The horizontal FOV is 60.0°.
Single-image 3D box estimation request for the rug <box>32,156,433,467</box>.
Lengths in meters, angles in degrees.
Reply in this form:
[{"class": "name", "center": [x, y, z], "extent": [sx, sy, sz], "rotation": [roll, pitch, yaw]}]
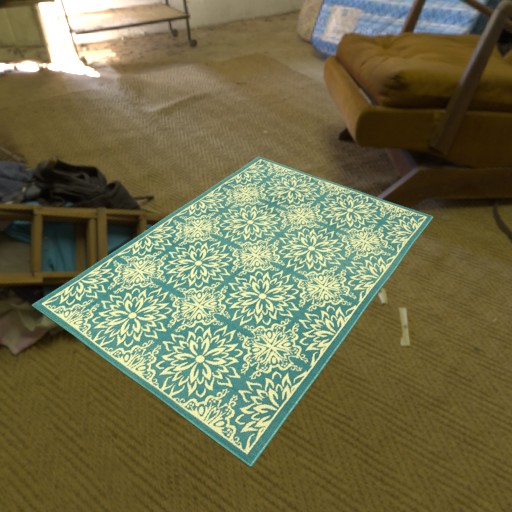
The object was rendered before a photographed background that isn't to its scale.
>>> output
[{"class": "rug", "center": [0.000, 0.000, 2.849], "extent": [1.554, 0.012, 2.205], "rotation": [25, 46, 27]}]
